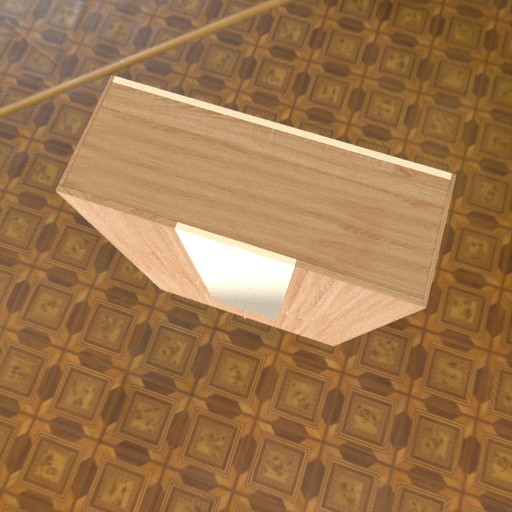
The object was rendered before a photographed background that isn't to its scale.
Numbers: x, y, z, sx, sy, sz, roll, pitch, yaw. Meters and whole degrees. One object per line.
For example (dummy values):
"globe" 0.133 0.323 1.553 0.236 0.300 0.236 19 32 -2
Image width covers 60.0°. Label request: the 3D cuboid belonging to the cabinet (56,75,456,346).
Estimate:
"cabinet" 0.000 0.000 2.787 1.500 2.120 0.590 18 75 5
